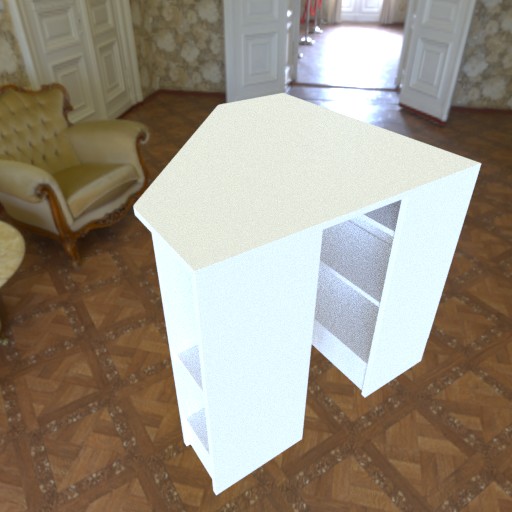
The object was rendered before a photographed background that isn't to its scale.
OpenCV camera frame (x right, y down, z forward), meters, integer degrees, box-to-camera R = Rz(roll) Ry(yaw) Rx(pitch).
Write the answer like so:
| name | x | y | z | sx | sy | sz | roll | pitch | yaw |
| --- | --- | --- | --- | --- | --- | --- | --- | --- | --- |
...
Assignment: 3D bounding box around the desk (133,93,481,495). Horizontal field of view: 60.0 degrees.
| name | x | y | z | sx | sy | sz | roll | pitch | yaw |
| --- | --- | --- | --- | --- | --- | --- | --- | --- | --- |
| desk | 0.000 | 0.000 | 1.608 | 0.926 | 0.818 | 0.940 | -21 | 40 | -28 |
